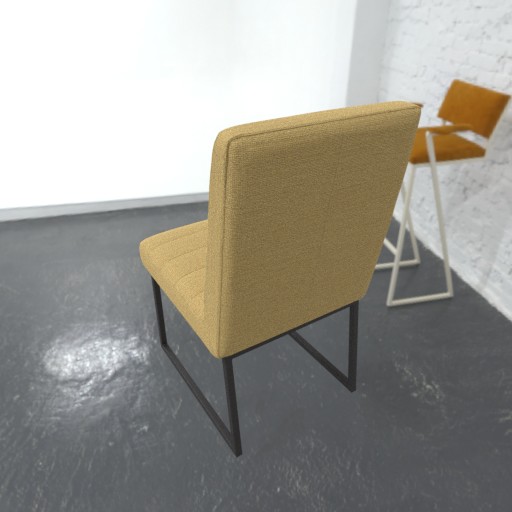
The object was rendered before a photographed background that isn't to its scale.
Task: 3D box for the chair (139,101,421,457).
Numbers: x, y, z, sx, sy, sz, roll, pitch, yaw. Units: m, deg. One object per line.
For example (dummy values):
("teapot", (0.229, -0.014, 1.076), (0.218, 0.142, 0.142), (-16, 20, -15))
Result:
("chair", (0.000, 0.000, 1.320), (0.520, 0.930, 0.634), (-18, 34, -28))
